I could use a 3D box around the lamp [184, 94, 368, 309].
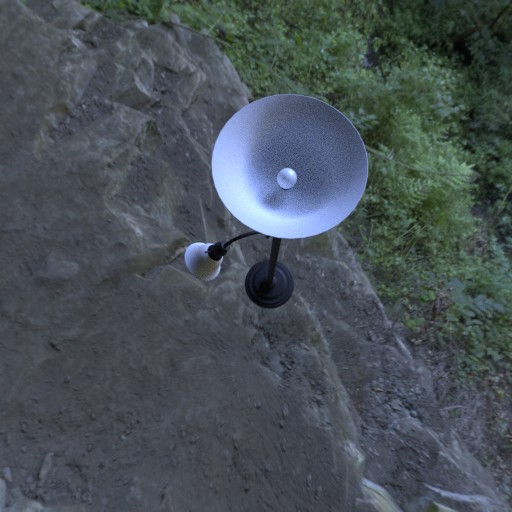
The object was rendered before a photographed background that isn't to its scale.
[{"bbox_3d":[0.000,0.000,2.010,0.588,1.793,0.405,-17,77,-4],"label":"lamp"}]
